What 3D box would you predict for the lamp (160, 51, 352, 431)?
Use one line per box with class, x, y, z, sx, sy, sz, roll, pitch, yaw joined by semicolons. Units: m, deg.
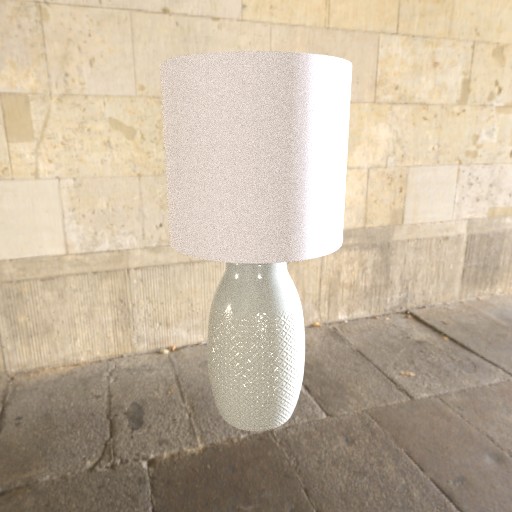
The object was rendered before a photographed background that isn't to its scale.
lamp;0.000;0.000;0.573;0.217;0.453;0.217;8;18;25
